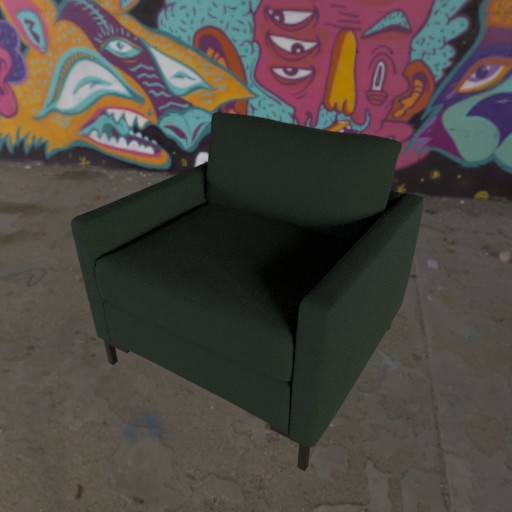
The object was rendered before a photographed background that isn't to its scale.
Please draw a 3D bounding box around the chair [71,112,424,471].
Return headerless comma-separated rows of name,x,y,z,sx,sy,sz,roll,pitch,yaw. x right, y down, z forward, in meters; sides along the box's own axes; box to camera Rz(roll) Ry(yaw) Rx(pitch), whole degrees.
chair,0.000,0.000,1.632,0.963,0.861,0.866,18,34,28
